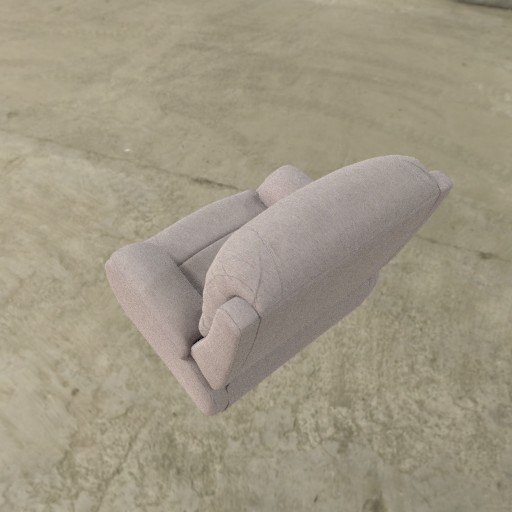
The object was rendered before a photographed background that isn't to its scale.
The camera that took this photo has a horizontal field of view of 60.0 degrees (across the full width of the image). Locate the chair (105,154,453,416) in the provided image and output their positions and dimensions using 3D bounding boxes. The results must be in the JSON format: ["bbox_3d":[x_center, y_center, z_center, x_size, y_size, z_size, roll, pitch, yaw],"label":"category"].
[{"bbox_3d":[0.000,0.000,1.699,0.930,1.011,0.899,-31,54,-26],"label":"chair"}]
